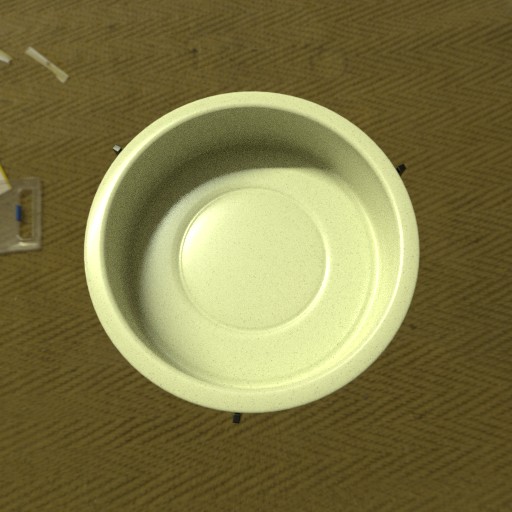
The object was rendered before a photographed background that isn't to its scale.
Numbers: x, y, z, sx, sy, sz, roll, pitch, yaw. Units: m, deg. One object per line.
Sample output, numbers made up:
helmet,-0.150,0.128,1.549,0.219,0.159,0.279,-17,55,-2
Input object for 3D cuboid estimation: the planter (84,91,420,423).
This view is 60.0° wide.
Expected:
planter,0.000,0.000,0.524,0.345,0.171,0.336,-25,76,-6
